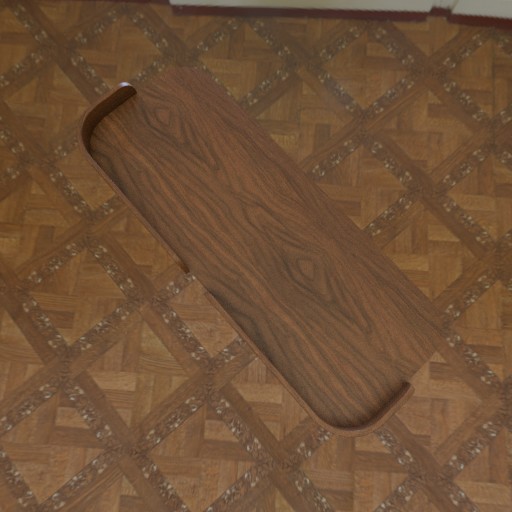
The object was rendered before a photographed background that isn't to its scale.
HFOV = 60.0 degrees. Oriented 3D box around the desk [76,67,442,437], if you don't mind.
[{"bbox_3d":[0.000,0.000,1.671,0.486,0.800,1.256,-41,80,-9],"label":"desk"}]
